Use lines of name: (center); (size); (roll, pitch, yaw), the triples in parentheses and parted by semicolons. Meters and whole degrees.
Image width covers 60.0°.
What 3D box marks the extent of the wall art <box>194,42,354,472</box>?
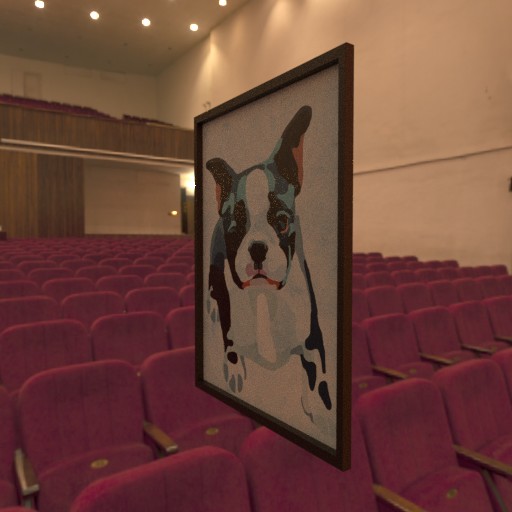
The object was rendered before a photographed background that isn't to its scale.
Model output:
wall art: (0.000, 0.000, 1.382); (0.030, 1.027, 0.774); (-1, 2, -35)
